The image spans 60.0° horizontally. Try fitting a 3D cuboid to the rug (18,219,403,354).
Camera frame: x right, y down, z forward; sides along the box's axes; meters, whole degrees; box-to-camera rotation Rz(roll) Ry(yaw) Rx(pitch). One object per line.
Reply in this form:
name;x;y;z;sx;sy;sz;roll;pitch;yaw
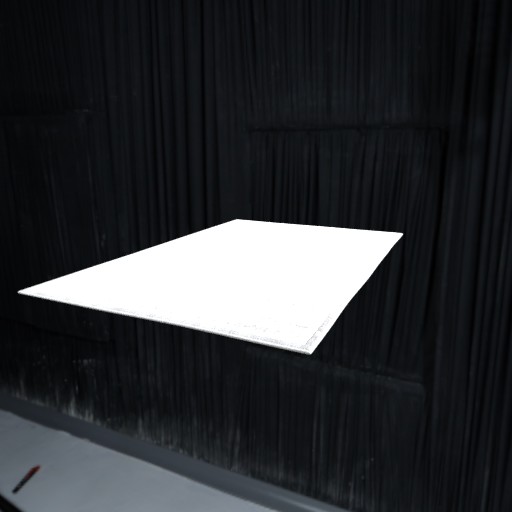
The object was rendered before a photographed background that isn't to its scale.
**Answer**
rug;0.000;0.000;3.441;1.819;0.018;2.746;7;16;25
